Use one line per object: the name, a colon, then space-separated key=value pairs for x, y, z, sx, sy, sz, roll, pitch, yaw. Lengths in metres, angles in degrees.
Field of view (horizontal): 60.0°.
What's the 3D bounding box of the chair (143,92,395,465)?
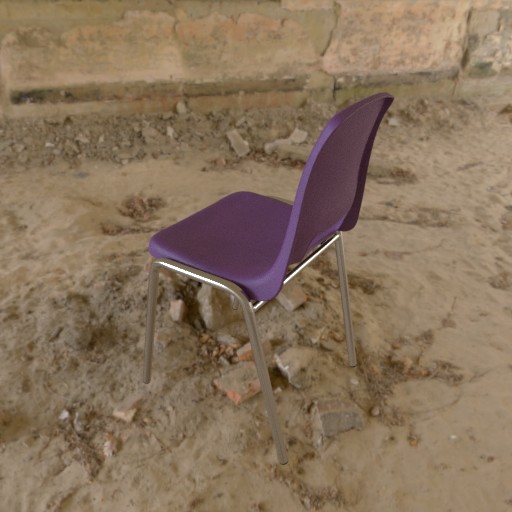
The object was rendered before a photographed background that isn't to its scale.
chair: x=0.000 y=0.000 z=0.950 sx=0.432 sy=0.704 sz=0.381 roll=20 pitch=37 yaw=30
